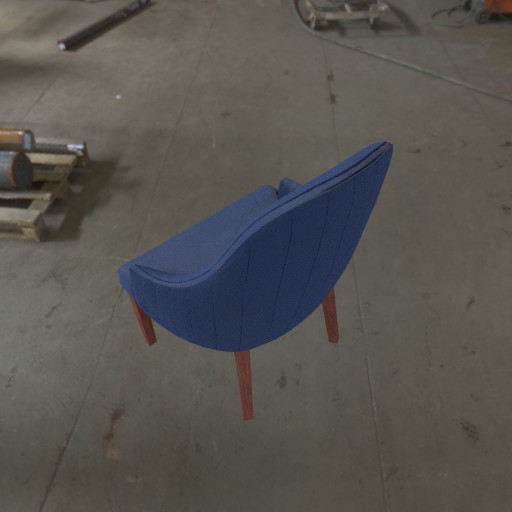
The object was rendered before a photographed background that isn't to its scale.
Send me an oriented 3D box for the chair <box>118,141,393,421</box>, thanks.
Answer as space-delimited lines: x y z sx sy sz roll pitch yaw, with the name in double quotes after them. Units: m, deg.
0.000 0.000 1.300 0.643 0.889 0.575 -33 55 -28 "chair"
